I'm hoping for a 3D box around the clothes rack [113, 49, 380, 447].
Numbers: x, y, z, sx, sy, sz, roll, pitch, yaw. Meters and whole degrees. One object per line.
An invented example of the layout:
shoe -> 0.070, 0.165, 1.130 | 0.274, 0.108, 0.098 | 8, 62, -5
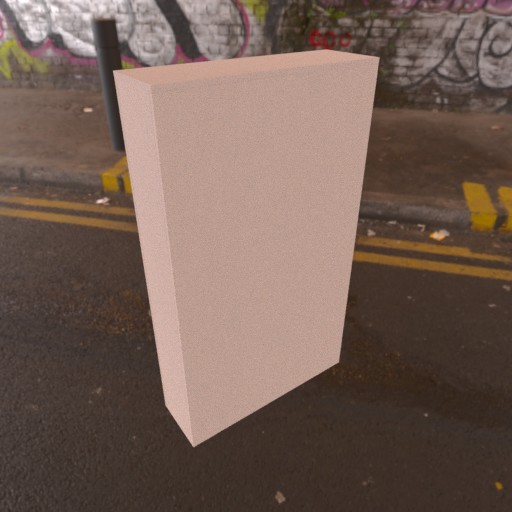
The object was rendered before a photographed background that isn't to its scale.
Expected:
clothes rack -> 0.000, 0.000, 1.589 | 0.750, 1.280, 0.250 | -20, 37, -30
